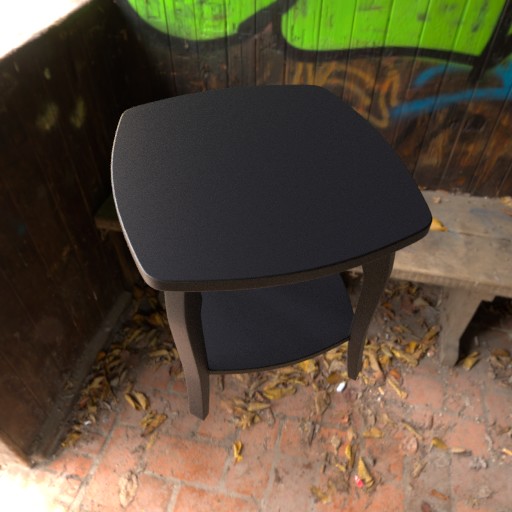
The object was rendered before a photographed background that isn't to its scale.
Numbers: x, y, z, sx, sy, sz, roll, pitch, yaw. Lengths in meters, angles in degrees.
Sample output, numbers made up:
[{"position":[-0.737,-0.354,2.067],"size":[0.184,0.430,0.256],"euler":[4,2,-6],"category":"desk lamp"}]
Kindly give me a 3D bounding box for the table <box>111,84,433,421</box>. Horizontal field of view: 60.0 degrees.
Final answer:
[{"position":[0.000,0.000,0.879],"size":[0.457,0.457,0.508],"euler":[-11,47,-11],"category":"table"}]
